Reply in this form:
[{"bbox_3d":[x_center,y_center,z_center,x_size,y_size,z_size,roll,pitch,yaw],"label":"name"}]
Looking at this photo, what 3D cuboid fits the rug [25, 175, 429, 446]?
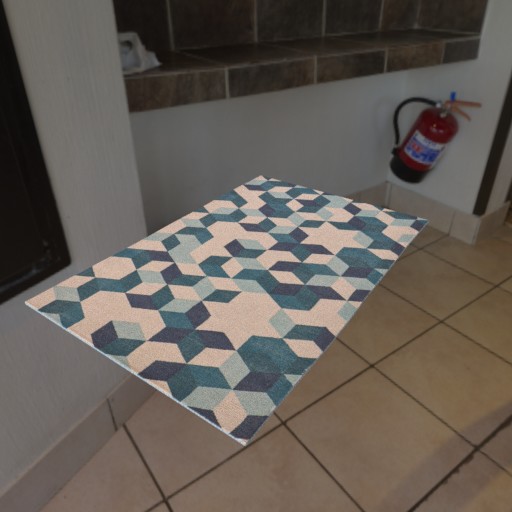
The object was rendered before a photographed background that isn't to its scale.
[{"bbox_3d":[0.000,0.000,2.296,1.235,0.014,1.829,21,37,30],"label":"rug"}]
